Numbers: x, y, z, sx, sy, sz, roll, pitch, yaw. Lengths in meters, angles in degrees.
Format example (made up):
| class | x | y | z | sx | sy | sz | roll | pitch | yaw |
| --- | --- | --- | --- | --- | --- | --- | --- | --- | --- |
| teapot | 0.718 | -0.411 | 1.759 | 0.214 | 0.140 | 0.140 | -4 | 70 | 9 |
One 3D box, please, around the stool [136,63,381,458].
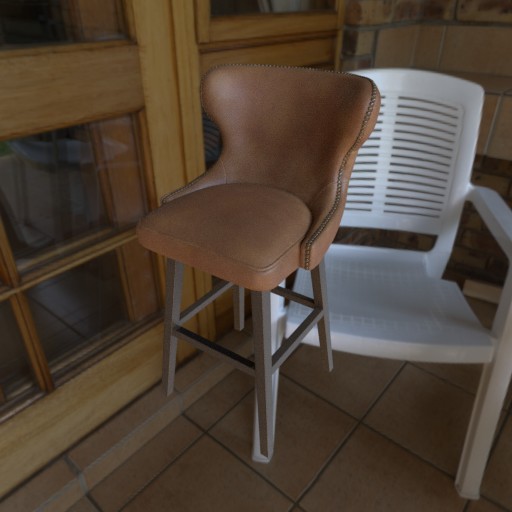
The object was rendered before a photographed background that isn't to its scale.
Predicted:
| class | x | y | z | sx | sy | sz | roll | pitch | yaw |
| --- | --- | --- | --- | --- | --- | --- | --- | --- | --- |
| stool | 0.000 | 0.000 | 1.450 | 0.591 | 1.087 | 0.606 | 19 | 36 | 29 |
